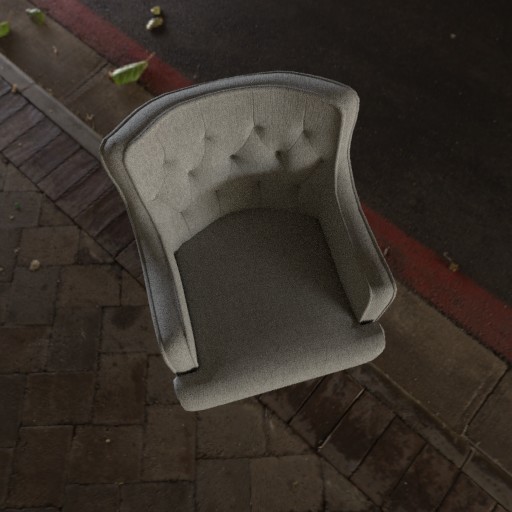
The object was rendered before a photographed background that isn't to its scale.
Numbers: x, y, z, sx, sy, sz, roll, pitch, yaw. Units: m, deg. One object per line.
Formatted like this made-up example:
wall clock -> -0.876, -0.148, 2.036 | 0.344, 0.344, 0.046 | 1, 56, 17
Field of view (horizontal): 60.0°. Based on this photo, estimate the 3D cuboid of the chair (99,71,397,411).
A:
chair -> 0.000, 0.000, 1.629 | 0.820, 0.920, 0.910 | -14, 66, -6
